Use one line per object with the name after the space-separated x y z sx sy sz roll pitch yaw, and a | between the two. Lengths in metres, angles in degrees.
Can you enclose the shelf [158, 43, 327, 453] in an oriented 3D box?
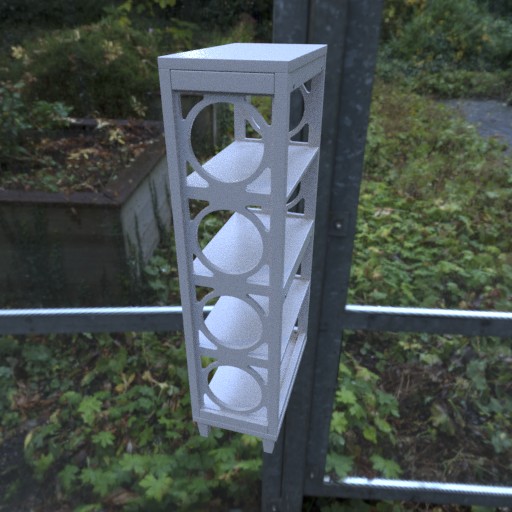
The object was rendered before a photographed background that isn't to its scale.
0.000 0.000 1.669 0.340 1.411 0.611 8 30 14 | shelf
